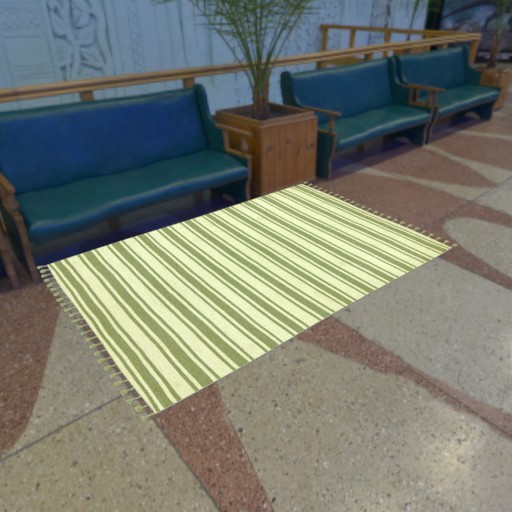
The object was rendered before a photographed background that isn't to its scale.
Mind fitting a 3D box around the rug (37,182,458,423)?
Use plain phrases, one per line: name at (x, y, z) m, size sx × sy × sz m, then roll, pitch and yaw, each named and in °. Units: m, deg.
rug at (0.000, 0.000, 2.994) m, size 2.435 × 0.018 × 1.540 m, roll -22°, pitch 37°, yaw -32°
